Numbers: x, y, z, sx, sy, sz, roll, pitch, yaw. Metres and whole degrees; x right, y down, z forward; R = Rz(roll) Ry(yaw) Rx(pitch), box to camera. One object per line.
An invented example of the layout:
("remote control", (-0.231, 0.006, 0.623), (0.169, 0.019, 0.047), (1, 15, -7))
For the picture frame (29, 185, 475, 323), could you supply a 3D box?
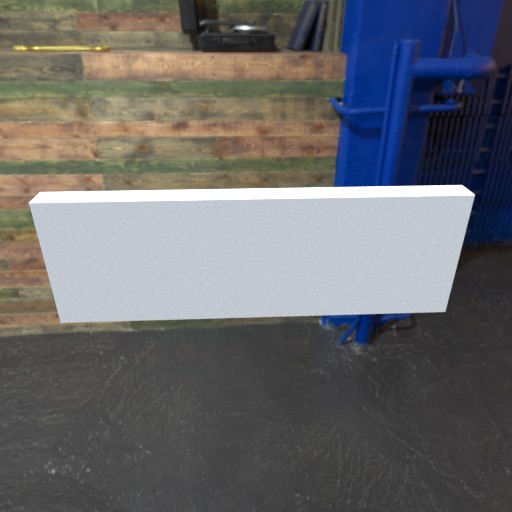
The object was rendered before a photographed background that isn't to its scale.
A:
("picture frame", (0.000, 0.000, 0.836), (0.759, 0.250, 0.050), (-1, 29, -2))
